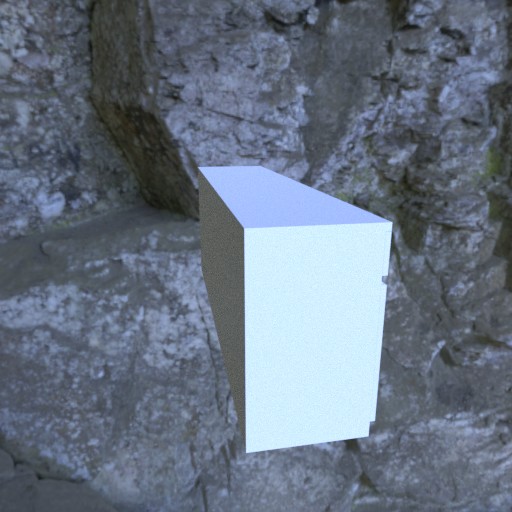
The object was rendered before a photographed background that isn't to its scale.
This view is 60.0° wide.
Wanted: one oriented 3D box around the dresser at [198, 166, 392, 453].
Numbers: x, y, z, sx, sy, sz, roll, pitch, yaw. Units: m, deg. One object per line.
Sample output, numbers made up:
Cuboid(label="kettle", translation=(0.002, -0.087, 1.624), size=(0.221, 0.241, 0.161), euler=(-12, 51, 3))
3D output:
Cuboid(label="dresser", translation=(0.000, 0.000, 2.583), size=(0.500, 0.840, 2.200), euler=(-3, 17, -10))
